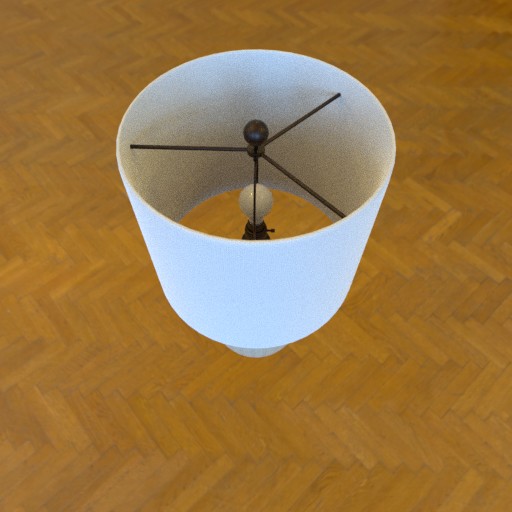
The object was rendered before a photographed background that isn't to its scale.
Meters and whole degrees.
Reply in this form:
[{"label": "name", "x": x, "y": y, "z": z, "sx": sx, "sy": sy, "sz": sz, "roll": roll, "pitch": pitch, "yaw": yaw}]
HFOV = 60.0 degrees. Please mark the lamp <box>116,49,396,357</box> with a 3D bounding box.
[{"label": "lamp", "x": 0.000, "y": 0.000, "z": 0.753, "sx": 0.329, "sy": 0.570, "sz": 0.329, "roll": 2, "pitch": 57, "yaw": 1}]
